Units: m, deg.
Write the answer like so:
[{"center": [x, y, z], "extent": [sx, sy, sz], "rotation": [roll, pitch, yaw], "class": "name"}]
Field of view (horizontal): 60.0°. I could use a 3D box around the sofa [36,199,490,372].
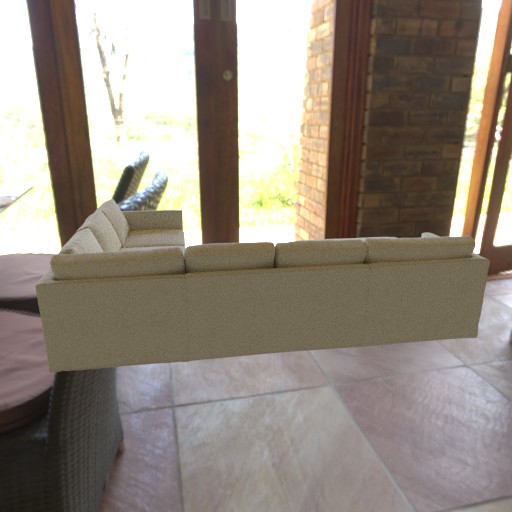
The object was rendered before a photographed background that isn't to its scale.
[{"center": [0.000, 0.000, 4.484], "extent": [3.464, 0.882, 2.448], "rotation": [-3, 18, -9], "class": "sofa"}]
